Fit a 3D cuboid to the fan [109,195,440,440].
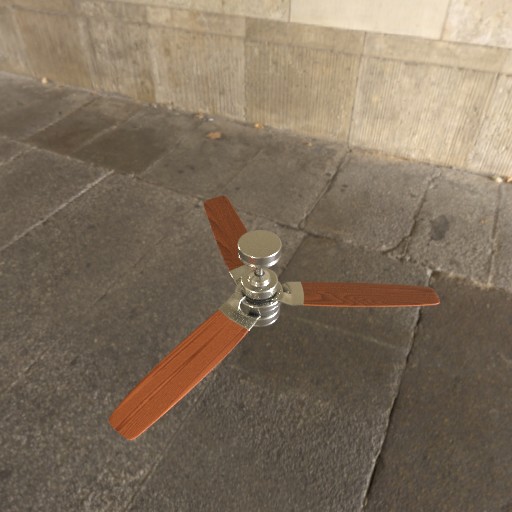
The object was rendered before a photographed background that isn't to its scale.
[{"bbox_3d":[0.000,0.000,2.002,1.416,0.410,1.271,-12,43,-14],"label":"fan"}]
